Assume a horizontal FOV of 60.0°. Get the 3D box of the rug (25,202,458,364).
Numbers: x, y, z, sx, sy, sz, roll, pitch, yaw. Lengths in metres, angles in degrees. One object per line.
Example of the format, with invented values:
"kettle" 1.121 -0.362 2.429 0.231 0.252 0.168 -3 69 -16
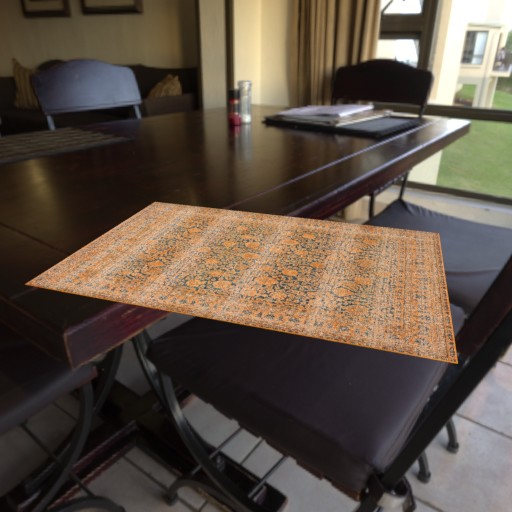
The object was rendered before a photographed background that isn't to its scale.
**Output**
"rug" 0.000 0.000 2.915 2.336 0.007 1.525 8 27 16
